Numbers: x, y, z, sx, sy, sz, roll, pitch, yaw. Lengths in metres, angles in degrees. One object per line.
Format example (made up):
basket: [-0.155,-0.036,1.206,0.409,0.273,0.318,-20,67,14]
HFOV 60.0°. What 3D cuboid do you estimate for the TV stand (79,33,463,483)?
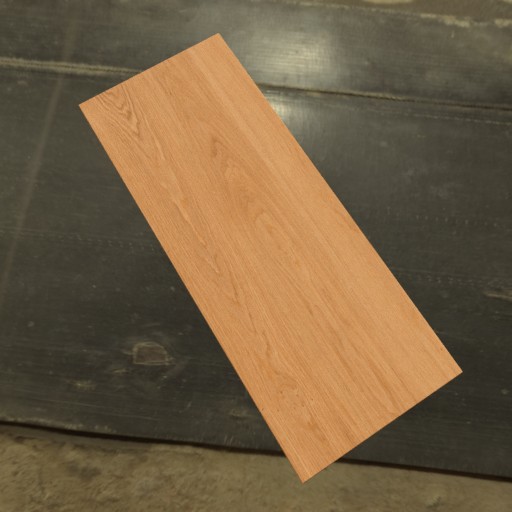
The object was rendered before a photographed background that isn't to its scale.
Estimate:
TV stand: [0.000,0.000,1.353,0.440,0.550,1.080,-31,77,-8]
